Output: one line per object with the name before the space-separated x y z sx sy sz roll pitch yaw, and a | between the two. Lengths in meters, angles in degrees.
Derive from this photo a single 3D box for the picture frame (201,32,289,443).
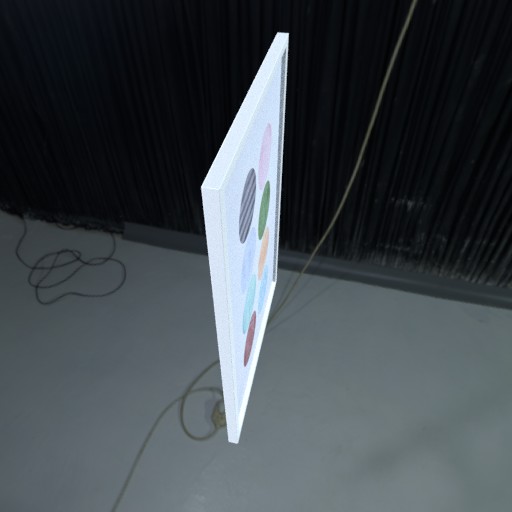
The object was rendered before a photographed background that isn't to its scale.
picture frame | 0.000 0.000 0.564 0.013 0.434 0.305 9 46 8
